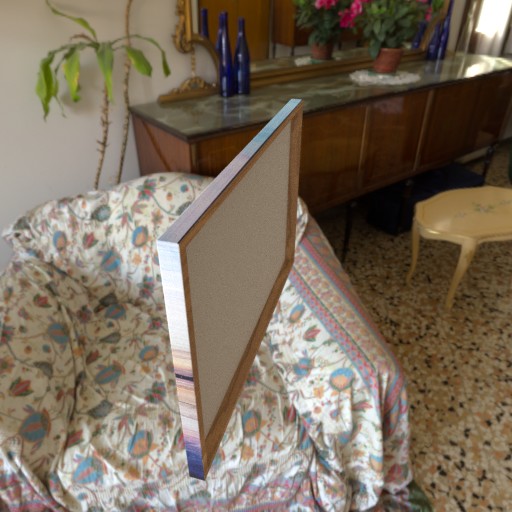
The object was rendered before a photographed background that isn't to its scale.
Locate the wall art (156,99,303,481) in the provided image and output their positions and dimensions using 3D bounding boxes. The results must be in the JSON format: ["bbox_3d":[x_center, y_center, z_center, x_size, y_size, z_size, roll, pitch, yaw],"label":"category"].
[{"bbox_3d":[0.000,0.000,1.178,0.037,0.605,0.911,9,34,14],"label":"wall art"}]
